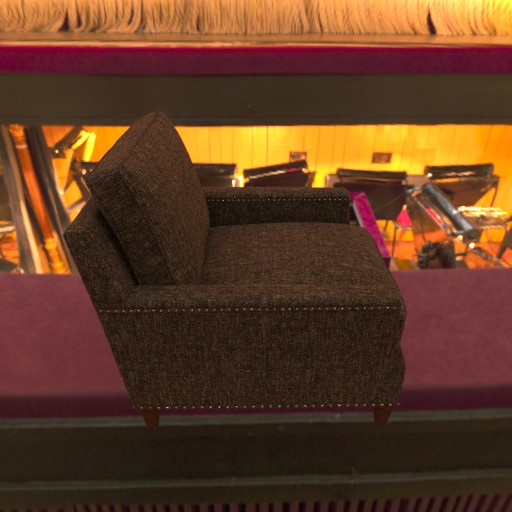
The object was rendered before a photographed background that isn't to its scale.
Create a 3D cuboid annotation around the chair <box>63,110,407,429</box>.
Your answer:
[{"bbox_3d":[0.000,0.000,1.674,1.014,0.943,0.853,0,31,-1],"label":"chair"}]
